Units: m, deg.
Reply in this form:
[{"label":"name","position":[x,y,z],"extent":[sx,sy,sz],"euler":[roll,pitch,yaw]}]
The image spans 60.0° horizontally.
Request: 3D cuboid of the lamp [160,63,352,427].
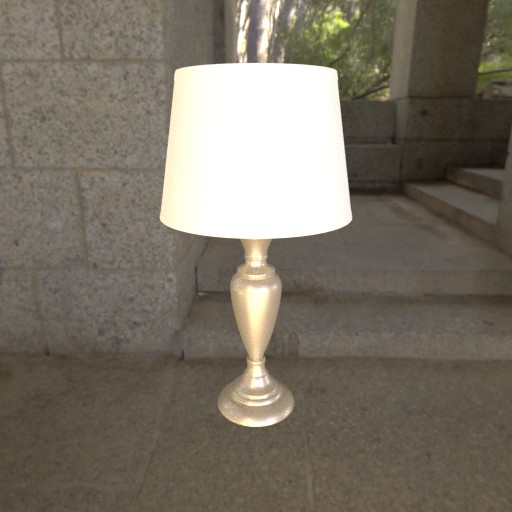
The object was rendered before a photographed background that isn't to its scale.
[{"label":"lamp","position":[0.000,0.000,0.796],"extent":[0.328,0.612,0.328],"euler":[0,17,0]}]
